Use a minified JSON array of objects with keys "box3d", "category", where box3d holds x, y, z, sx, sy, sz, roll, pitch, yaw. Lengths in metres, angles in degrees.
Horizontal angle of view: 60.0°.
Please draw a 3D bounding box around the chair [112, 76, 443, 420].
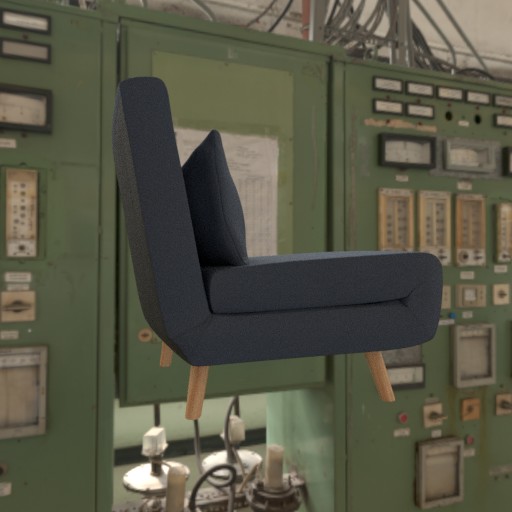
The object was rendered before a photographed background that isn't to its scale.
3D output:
[{"box3d":[0.000,0.000,1.454,0.900,0.808,0.770,0,0,-19],"category":"chair"}]
